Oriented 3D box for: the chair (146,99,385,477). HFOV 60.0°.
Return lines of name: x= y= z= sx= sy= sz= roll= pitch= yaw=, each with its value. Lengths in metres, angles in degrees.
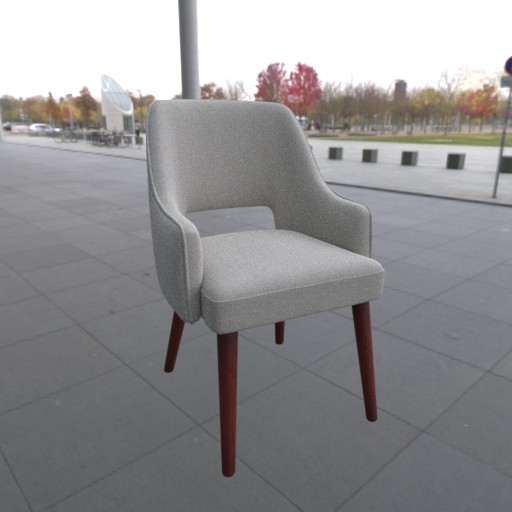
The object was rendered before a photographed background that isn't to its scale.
chair: x=0.000 y=0.000 z=1.229 sx=0.560 sy=0.840 sz=0.580 roll=-8 pitch=19 yaw=-26
